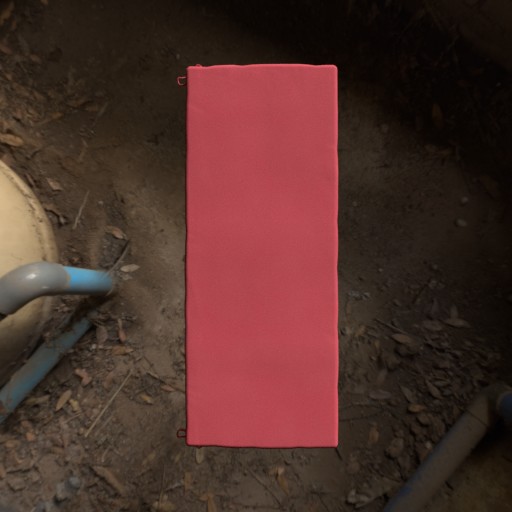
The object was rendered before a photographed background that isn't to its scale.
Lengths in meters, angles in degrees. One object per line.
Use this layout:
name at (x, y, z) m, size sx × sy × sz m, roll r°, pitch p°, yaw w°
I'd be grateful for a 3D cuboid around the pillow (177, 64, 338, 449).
pillow at (0.000, 0.000, 1.347) m, size 0.492 × 0.081 × 1.187 m, roll 0°, pitch 90°, yaw 1°
